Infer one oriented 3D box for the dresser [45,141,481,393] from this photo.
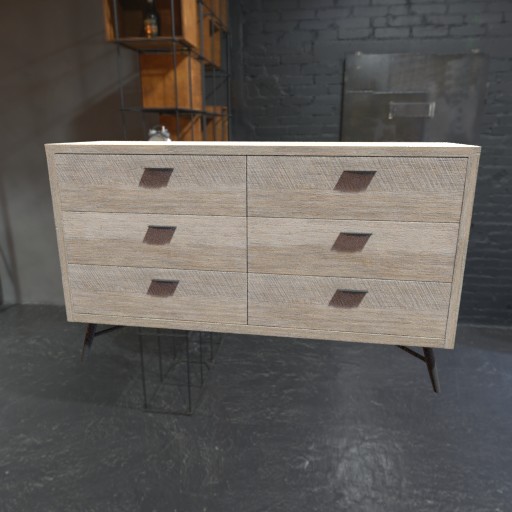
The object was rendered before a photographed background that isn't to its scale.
[{"bbox_3d":[0.000,0.000,1.857,1.524,0.914,0.457,3,16,9],"label":"dresser"}]
